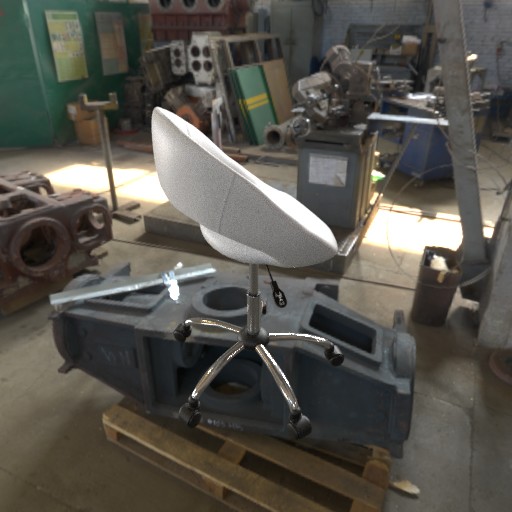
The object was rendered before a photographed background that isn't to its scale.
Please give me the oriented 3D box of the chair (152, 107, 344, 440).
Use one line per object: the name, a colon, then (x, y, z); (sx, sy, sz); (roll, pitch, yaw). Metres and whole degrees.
chair: (0.000, 0.000, 1.201); (0.538, 0.791, 0.612); (-10, 30, -17)
